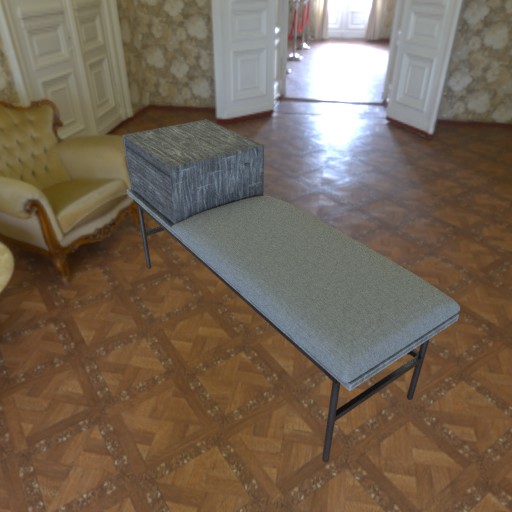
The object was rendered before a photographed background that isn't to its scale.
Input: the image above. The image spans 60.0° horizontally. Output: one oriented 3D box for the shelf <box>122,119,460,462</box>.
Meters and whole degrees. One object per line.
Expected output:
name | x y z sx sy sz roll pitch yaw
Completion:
shelf | 0.000 0.000 1.627 0.457 0.633 1.342 -21 38 -29
